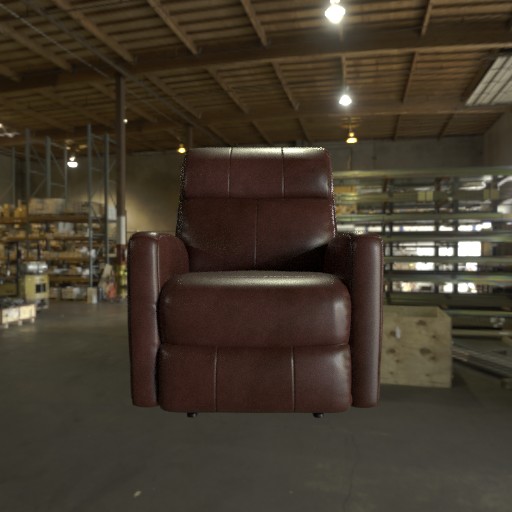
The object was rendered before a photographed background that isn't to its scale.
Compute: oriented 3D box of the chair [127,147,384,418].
[{"bbox_3d":[0.000,0.000,1.731,0.787,1.016,0.939,0,0,0],"label":"chair"}]
